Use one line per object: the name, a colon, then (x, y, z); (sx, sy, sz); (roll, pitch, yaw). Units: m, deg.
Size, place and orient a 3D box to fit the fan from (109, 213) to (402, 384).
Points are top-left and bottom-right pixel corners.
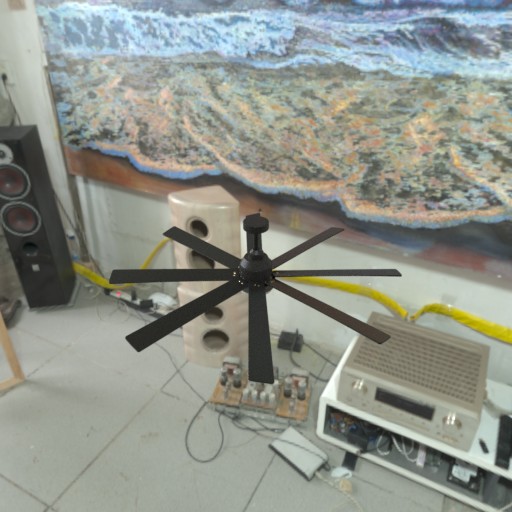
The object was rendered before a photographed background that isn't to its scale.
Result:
fan: (0.000, 0.000, 2.742); (1.830, 0.472, 1.830); (-1, 30, -1)
